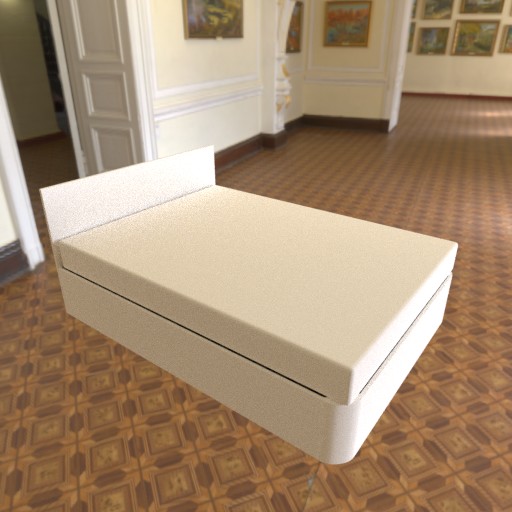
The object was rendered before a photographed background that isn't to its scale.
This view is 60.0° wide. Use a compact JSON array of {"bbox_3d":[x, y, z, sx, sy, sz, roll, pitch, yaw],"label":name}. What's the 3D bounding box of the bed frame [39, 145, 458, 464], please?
[{"bbox_3d":[0.000,0.000,2.577,1.900,0.800,1.400,18,32,33],"label":"bed frame"}]
